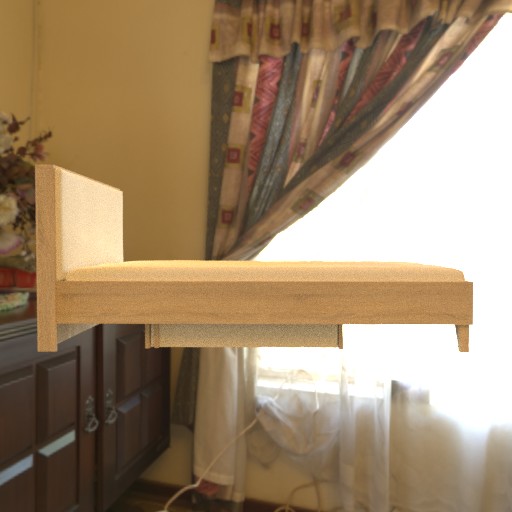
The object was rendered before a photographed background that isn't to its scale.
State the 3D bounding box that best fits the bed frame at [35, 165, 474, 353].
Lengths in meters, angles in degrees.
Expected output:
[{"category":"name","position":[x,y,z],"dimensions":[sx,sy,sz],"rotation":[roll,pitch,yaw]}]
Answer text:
[{"category":"bed frame","position":[0.000,0.000,2.652],"dimensions":[2.140,0.920,0.990],"rotation":[0,2,1]}]
